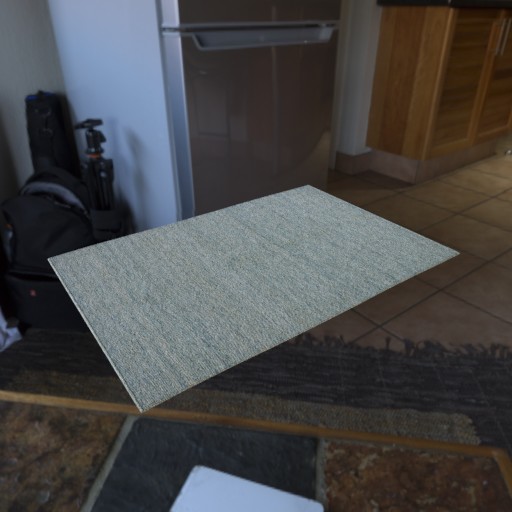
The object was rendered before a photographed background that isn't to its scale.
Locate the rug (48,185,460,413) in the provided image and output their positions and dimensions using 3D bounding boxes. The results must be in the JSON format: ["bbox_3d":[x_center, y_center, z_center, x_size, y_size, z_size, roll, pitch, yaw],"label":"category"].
[{"bbox_3d":[0.000,0.000,2.958,2.283,0.013,1.547,-20,36,-30],"label":"rug"}]
